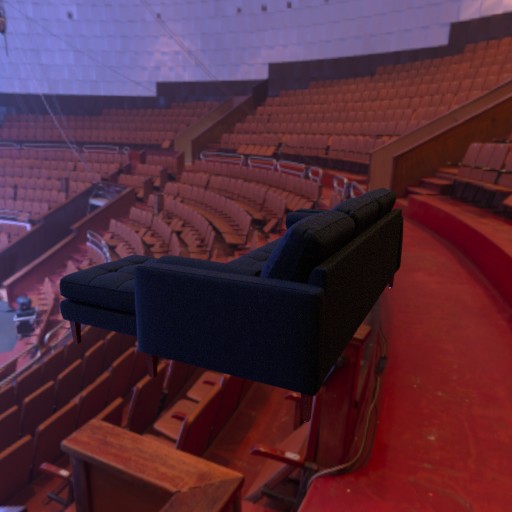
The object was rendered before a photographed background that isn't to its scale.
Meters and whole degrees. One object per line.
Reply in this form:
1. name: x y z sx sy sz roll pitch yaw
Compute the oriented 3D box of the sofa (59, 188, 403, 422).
1. sofa: 0.000 0.000 3.023 1.613 0.841 2.185 7 16 25
